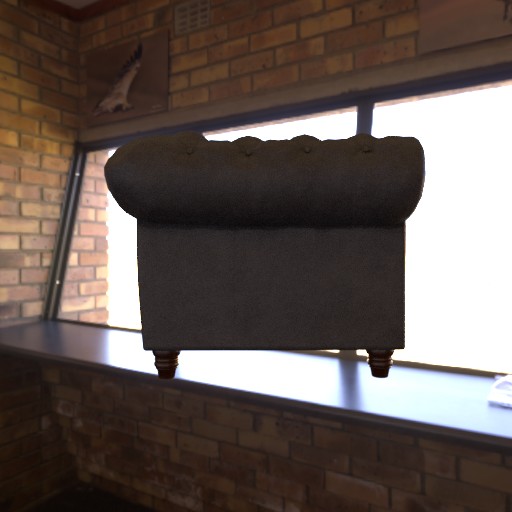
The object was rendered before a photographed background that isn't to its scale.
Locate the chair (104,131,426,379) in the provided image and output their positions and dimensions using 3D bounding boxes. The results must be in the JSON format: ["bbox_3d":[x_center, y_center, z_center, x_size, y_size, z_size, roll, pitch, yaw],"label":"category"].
[{"bbox_3d":[0.000,0.000,1.857,0.943,0.780,1.298,0,0,-1],"label":"chair"}]
